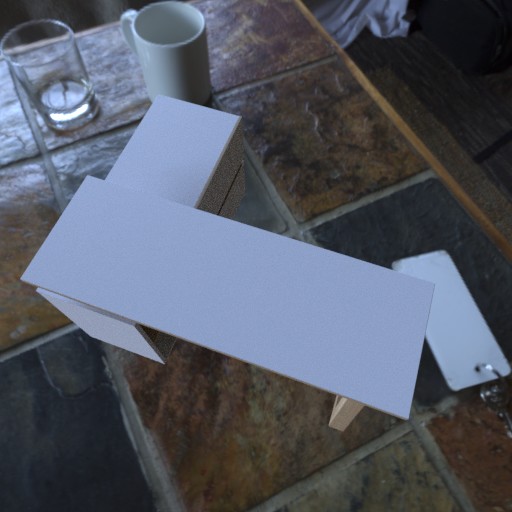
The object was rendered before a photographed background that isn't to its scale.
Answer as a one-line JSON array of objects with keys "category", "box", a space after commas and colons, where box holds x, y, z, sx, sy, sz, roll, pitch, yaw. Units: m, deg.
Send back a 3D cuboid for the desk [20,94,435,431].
[{"category": "desk", "box": [0.000, 0.000, 2.051, 1.404, 0.755, 1.098, 18, 65, 9]}]
